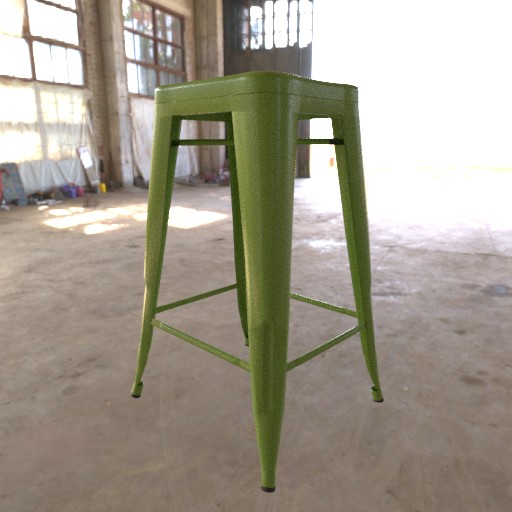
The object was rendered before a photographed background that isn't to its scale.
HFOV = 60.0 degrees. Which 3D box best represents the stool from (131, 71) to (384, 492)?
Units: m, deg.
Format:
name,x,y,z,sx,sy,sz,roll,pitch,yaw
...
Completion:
name,x,y,z,sx,sy,sz,roll,pitch,yaw
stool,0.000,0.000,0.846,0.398,0.609,0.358,13,19,42
